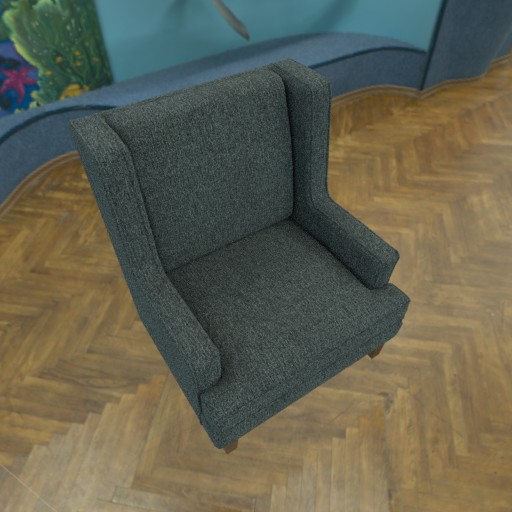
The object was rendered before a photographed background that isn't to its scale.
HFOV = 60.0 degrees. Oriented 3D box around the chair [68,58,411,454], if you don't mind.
[{"bbox_3d":[0.000,0.000,1.786,0.942,1.082,0.927,-26,51,-22],"label":"chair"}]
